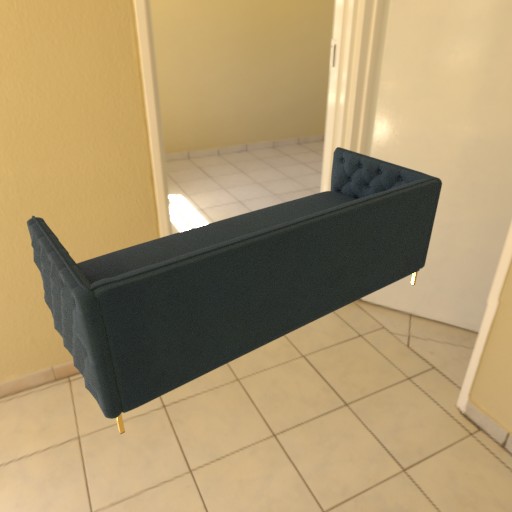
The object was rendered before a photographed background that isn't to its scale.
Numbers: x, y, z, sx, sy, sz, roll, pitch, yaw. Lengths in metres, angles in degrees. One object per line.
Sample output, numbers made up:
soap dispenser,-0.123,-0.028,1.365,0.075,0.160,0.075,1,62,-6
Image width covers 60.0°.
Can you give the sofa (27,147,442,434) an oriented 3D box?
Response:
sofa,0.000,0.000,2.592,2.209,0.771,0.895,-19,35,-31
